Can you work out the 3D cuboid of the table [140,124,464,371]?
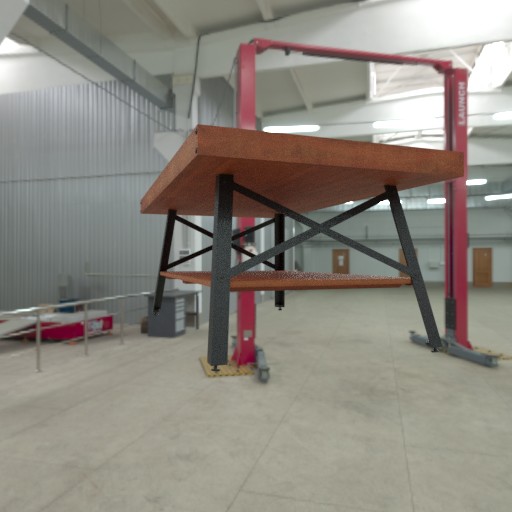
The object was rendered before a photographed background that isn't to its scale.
[{"bbox_3d":[0.000,0.000,1.390,0.610,0.457,1.067,0,-1,-20],"label":"table"}]
